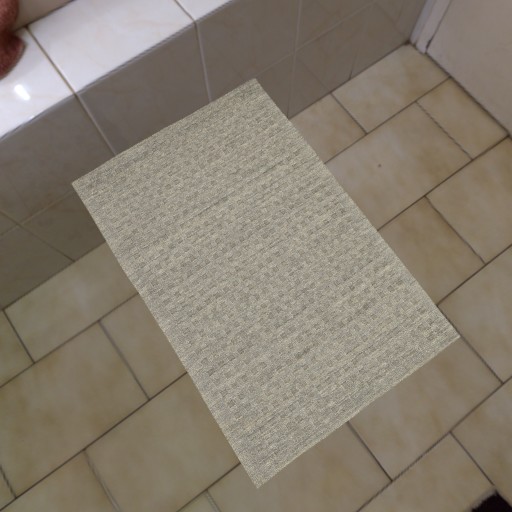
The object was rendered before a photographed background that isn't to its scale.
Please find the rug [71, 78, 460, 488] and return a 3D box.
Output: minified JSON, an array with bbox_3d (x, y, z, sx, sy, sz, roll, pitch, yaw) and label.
[{"bbox_3d":[0.000,0.000,2.905,1.532,0.018,2.297,-33,77,-9],"label":"rug"}]
